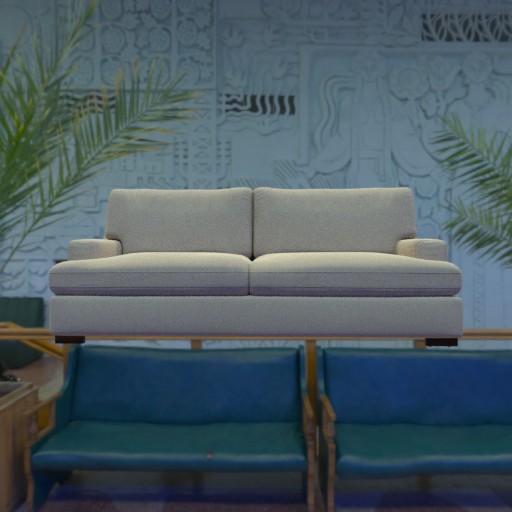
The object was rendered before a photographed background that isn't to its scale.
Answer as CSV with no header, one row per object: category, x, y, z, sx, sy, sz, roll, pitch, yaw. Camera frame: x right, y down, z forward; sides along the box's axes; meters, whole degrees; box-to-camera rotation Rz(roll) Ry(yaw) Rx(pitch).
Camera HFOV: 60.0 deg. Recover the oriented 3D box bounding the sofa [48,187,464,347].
sofa,0.000,0.000,2.685,2.147,0.925,0.929,0,0,2
